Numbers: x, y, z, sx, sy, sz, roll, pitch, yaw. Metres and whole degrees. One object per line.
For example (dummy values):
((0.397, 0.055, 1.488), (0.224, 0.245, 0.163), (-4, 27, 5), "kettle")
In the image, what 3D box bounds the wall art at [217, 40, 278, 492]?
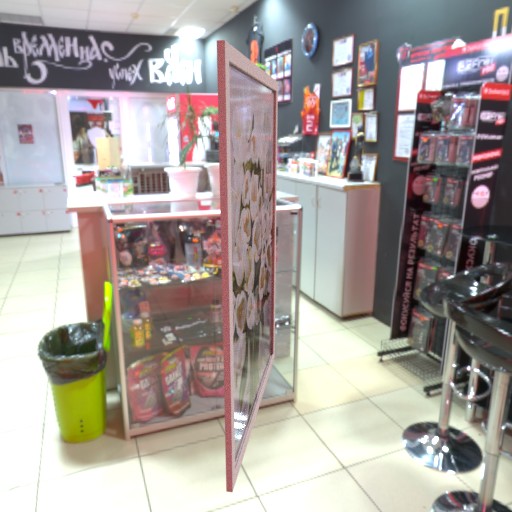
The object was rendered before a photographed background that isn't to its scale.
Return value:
((0.000, 0.000, 1.220), (0.015, 0.965, 0.660), (3, 16, 10), "wall art")
